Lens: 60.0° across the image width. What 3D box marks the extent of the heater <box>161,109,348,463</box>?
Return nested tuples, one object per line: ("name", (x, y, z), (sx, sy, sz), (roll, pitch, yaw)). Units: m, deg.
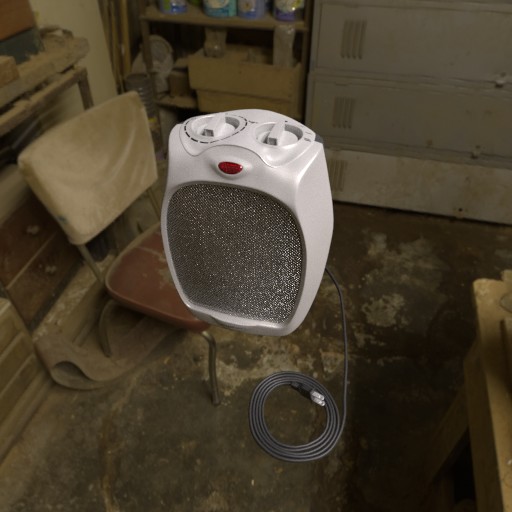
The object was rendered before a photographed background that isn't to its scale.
("heater", (0.000, 0.000, 0.458), (0.239, 0.240, 0.291), (11, 43, 12))
